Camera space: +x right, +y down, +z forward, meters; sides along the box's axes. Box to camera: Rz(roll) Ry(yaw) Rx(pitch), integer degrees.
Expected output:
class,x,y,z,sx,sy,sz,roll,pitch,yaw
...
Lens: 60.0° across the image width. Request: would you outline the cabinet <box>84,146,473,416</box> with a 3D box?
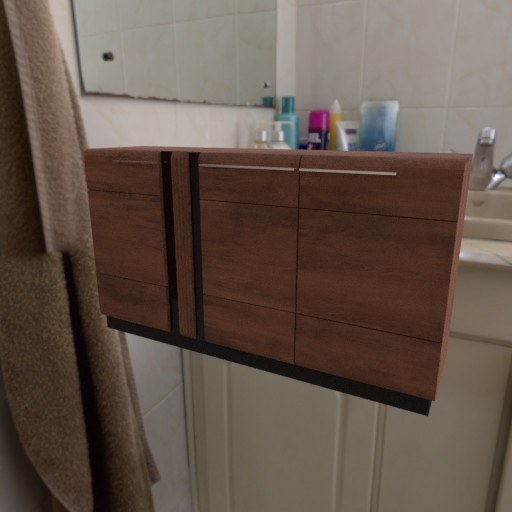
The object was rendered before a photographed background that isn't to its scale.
class,x,y,z,sx,sy,sz,roll,pitch,yaw
cabinet,0.000,0.000,1.952,1.600,0.900,0.420,8,18,27
